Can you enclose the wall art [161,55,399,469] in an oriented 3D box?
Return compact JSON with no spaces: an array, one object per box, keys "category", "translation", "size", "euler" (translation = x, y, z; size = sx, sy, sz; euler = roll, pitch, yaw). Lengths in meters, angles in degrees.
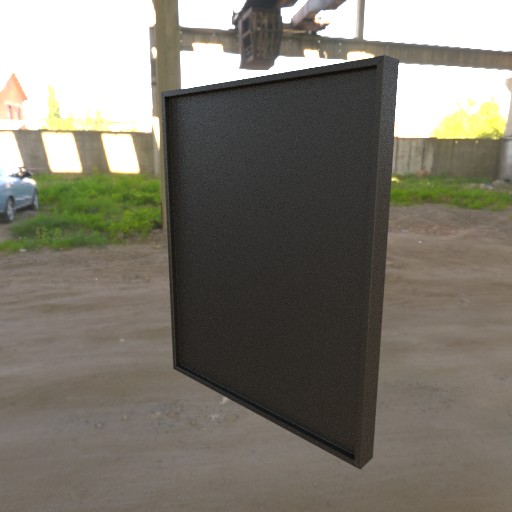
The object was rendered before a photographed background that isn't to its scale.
[{"category":"wall art","translation":[0.000,0.000,0.740],"size":[0.449,0.555,0.039],"euler":[12,17,42]}]
